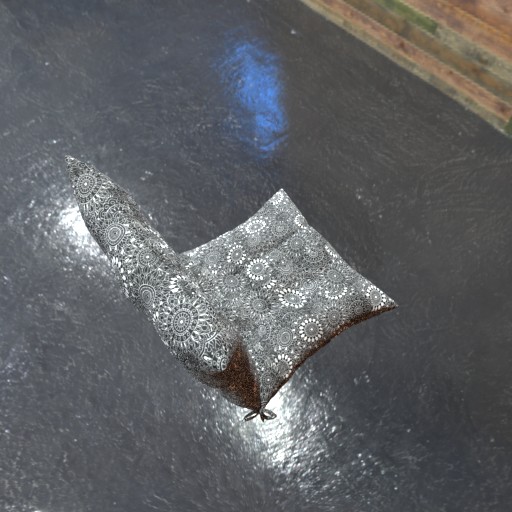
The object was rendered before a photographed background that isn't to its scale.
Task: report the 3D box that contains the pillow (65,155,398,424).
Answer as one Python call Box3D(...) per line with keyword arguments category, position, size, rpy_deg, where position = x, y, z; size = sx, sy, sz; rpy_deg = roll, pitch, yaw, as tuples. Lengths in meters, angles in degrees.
Box3D(category="pillow", position=(0.000, 0.000, 1.009), size=(0.585, 0.536, 0.541), rpy_deg=(-33, 64, -18))
